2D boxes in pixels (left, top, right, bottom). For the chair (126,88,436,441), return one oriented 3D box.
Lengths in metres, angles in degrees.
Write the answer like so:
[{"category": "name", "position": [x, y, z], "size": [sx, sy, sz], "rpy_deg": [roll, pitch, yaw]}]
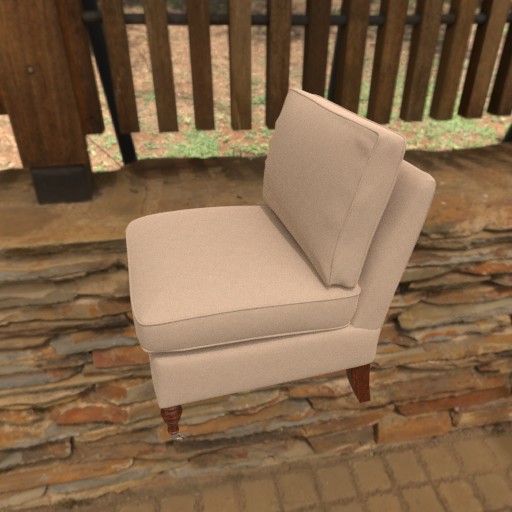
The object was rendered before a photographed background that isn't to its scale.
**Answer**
[{"category": "chair", "position": [0.000, 0.000, 1.643], "size": [0.912, 1.052, 0.724], "rpy_deg": [-8, 32, -14]}]
